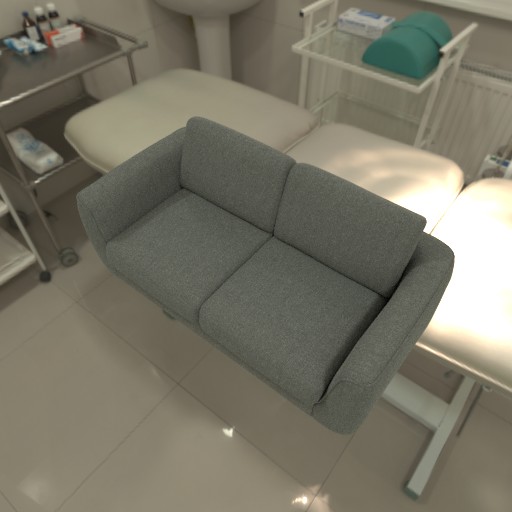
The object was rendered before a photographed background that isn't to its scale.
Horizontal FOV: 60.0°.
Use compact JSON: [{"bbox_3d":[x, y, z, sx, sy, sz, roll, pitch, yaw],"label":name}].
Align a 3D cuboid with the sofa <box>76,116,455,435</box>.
[{"bbox_3d":[0.000,0.000,2.230,1.700,0.870,0.920,30,55,24],"label":"sofa"}]
